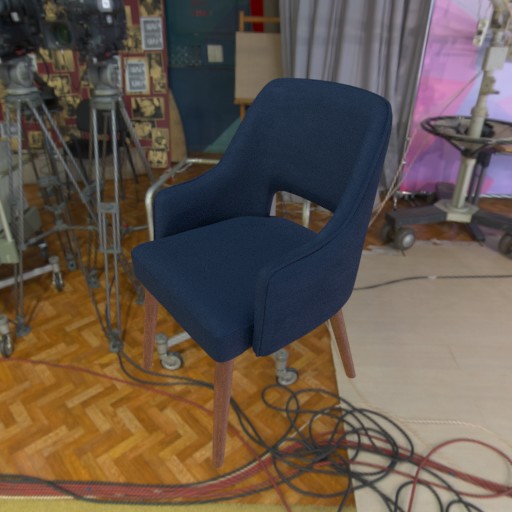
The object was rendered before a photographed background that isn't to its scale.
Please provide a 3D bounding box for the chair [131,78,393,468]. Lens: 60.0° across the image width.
[{"bbox_3d":[0.000,0.000,1.220,0.591,0.844,0.559,-21,37,-31],"label":"chair"}]
